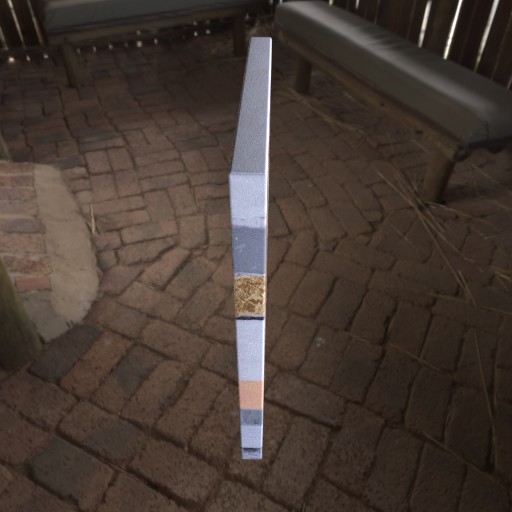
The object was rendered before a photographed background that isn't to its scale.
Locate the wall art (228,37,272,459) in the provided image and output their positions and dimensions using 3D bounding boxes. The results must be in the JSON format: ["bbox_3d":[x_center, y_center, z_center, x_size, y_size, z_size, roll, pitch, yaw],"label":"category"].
[{"bbox_3d":[0.000,0.000,0.796,0.038,0.609,0.456,1,41,2],"label":"wall art"}]
